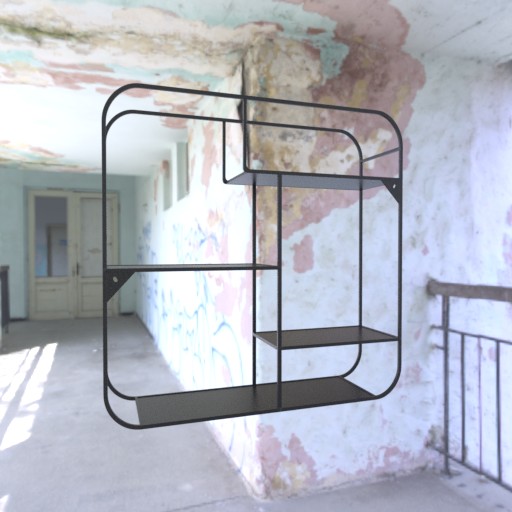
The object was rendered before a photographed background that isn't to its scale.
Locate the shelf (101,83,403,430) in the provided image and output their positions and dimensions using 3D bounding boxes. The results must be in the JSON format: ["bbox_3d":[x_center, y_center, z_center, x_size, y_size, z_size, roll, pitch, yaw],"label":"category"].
[{"bbox_3d":[0.000,0.000,0.919,0.600,0.600,0.160,0,1,-19],"label":"shelf"}]
